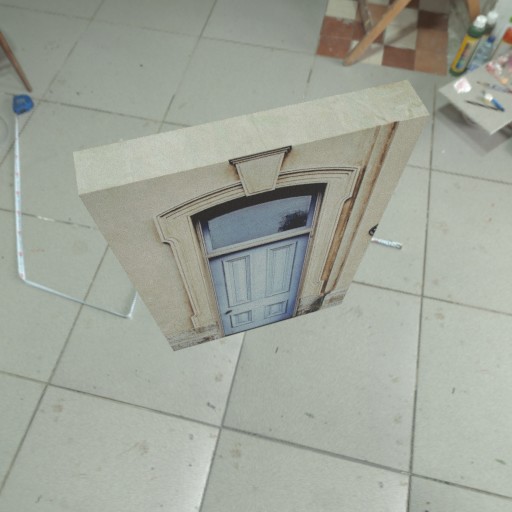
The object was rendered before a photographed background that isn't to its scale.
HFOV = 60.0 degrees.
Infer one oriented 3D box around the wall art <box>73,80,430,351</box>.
[{"bbox_3d":[0.000,0.000,0.485,0.254,0.381,0.038,-15,64,-7],"label":"wall art"}]
